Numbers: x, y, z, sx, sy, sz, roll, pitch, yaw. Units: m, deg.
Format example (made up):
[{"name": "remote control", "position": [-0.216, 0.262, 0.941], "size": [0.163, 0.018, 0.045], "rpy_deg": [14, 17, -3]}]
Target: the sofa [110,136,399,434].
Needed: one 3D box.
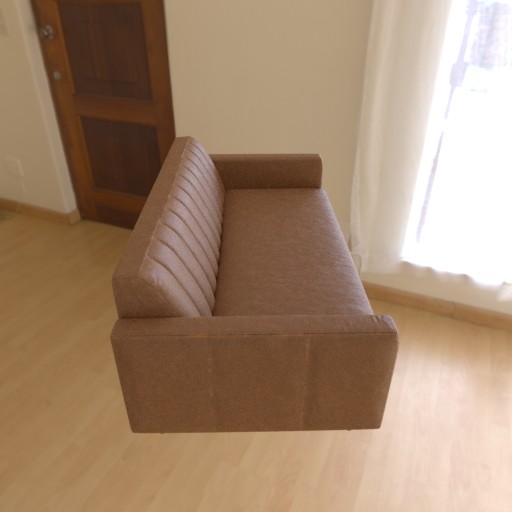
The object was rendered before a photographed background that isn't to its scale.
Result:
[{"name": "sofa", "position": [0.000, 0.000, 2.336], "size": [0.993, 0.821, 1.847], "rpy_deg": [-1, 31, -1]}]
